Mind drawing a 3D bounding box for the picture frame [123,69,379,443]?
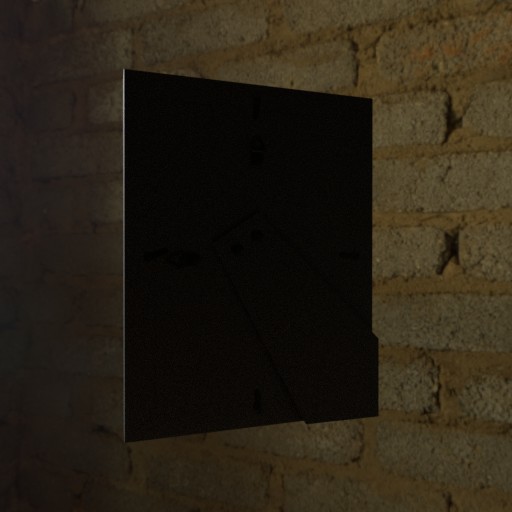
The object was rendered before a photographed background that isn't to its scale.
[{"bbox_3d":[0.000,0.000,0.275,0.157,0.208,0.028,0,0,-18],"label":"picture frame"}]
